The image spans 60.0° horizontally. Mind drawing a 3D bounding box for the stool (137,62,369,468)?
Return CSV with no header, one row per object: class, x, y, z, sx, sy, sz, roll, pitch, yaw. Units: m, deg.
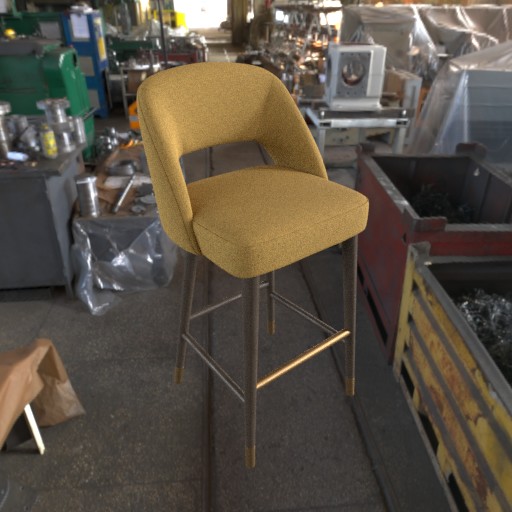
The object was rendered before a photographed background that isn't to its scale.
stool,0.000,0.000,1.331,0.536,1.032,0.522,-22,36,-33
